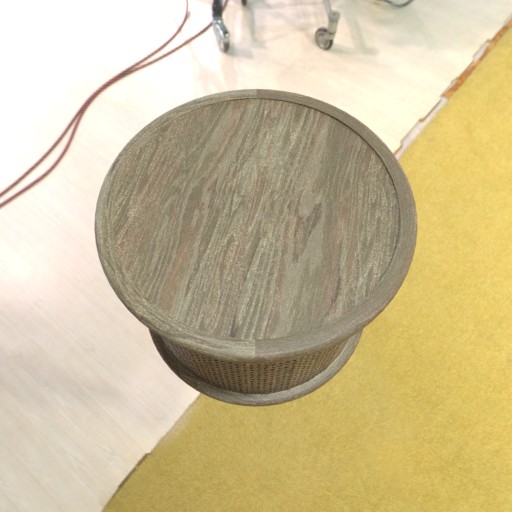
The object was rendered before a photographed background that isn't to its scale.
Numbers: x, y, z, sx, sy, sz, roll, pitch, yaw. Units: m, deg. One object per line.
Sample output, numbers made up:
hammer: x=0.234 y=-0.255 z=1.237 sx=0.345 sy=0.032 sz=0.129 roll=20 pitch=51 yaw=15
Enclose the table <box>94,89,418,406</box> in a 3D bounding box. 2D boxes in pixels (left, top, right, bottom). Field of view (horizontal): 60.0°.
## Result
table: x=0.000 y=0.000 z=1.034 sx=0.607 sy=0.450 sz=0.607 roll=0 pitch=62 yaw=0
